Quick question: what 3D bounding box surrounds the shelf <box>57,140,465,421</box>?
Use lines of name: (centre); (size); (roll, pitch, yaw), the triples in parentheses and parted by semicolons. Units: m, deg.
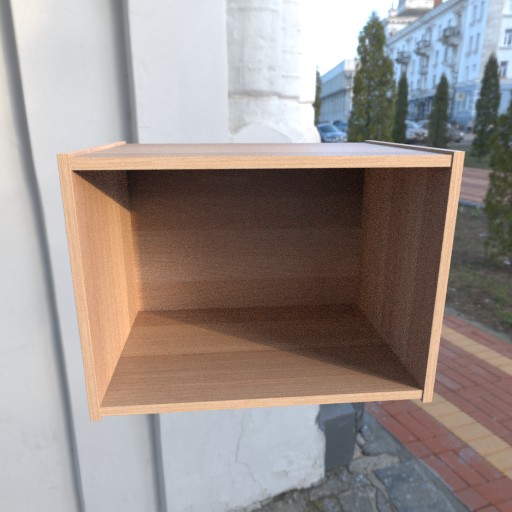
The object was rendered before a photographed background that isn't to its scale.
shelf: (0.000, 0.000, 0.629); (0.415, 0.305, 0.290); (-1, 17, -5)
